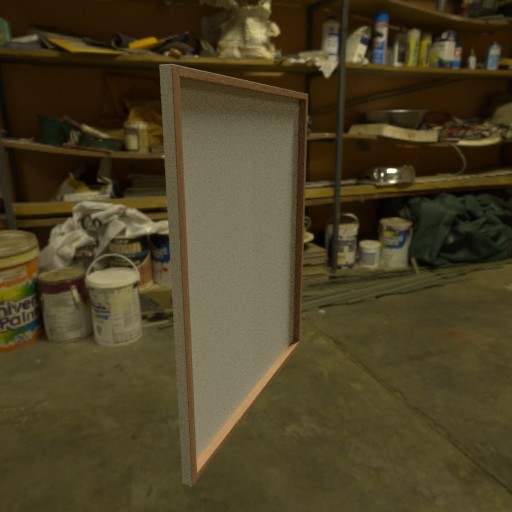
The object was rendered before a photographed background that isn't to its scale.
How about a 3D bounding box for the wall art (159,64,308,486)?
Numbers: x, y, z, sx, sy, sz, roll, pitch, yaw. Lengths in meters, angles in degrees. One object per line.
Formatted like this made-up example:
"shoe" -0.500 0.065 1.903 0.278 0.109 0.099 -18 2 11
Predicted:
"wall art" 0.000 0.000 0.977 0.021 0.710 0.609 7 17 23
